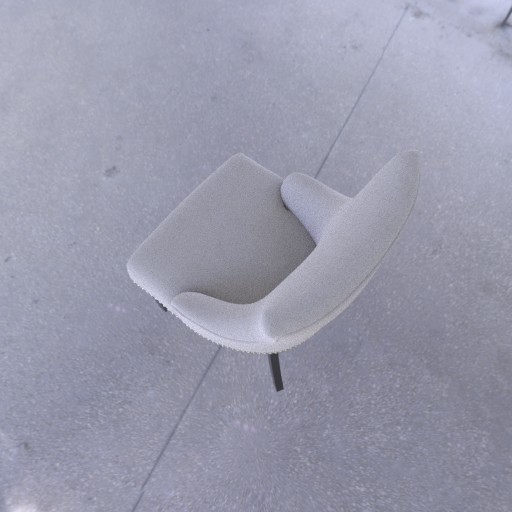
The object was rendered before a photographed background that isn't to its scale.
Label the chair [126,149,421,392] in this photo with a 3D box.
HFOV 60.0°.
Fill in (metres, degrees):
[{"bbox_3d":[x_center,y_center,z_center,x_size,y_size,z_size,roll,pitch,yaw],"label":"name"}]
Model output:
[{"bbox_3d":[0.000,0.000,1.324,0.629,0.909,0.566,37,71,15],"label":"chair"}]
